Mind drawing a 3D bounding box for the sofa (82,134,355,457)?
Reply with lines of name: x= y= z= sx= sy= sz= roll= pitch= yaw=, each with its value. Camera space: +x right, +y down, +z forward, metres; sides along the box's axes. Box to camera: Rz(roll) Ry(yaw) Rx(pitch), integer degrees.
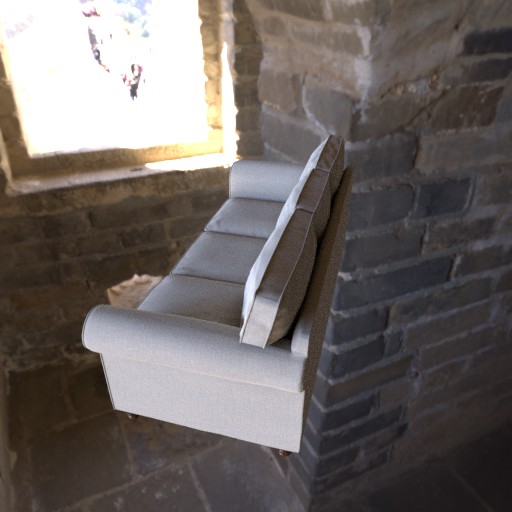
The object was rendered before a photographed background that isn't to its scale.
sofa: x=0.000 y=0.000 z=2.580 sx=0.916 sy=0.961 sz=2.084 roll=8 pitch=32 yaw=13
